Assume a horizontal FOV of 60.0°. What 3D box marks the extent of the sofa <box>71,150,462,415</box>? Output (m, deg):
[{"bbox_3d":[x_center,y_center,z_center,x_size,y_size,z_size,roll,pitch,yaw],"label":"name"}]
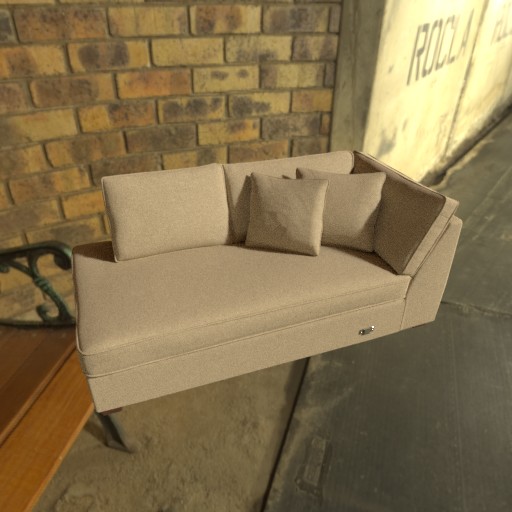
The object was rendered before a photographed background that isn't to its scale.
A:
[{"bbox_3d":[0.000,0.000,2.846,2.237,1.033,1.110,-11,33,-17],"label":"sofa"}]
